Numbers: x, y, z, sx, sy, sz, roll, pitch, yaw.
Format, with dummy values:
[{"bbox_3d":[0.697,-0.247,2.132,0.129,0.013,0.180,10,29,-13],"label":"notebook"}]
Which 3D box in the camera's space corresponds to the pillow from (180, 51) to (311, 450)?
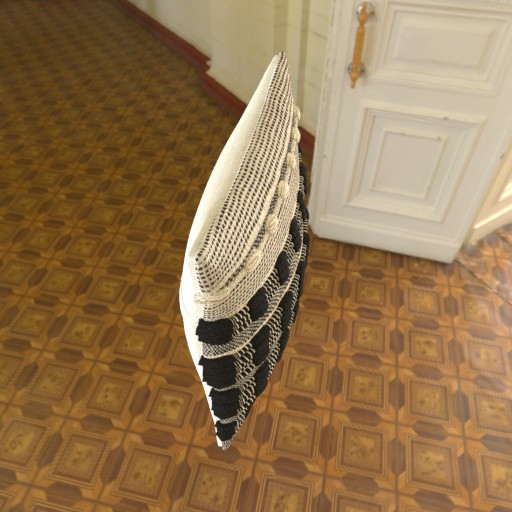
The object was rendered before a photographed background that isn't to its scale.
[{"bbox_3d":[0.000,0.000,0.670,0.156,0.438,0.436,9,48,8],"label":"pillow"}]
